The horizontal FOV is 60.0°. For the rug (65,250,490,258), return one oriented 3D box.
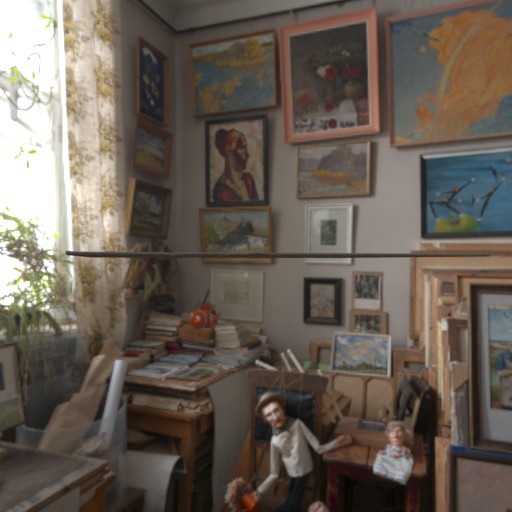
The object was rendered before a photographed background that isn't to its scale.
[{"bbox_3d":[0.000,0.000,4.090,3.007,0.032,2.434,0,-1,-17],"label":"rug"}]
